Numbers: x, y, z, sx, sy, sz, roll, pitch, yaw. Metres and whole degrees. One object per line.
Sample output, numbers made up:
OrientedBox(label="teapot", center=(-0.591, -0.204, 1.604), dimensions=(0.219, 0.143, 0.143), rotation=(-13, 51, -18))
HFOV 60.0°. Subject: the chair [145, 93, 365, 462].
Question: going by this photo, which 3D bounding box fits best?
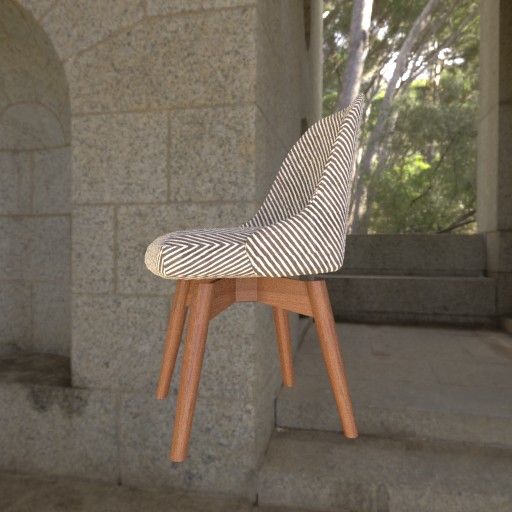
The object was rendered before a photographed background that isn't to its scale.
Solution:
OrientedBox(label="chair", center=(0.000, 0.000, 1.241), dimensions=(0.591, 0.883, 0.504), rotation=(0, 1, -17))
